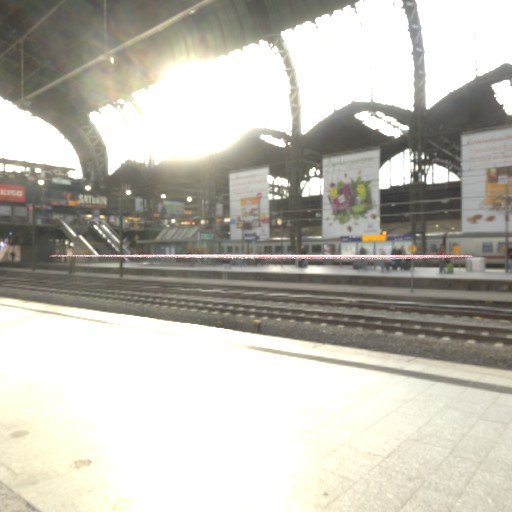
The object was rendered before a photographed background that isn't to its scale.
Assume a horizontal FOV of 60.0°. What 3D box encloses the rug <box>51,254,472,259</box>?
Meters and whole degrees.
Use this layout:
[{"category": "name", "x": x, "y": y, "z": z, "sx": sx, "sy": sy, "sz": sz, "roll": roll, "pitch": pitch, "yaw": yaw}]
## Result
[{"category": "rug", "x": 0.000, "y": 0.000, "z": 2.289, "sx": 1.829, "sy": 0.006, "sz": 1.219, "roll": 0, "pitch": 0, "yaw": 37}]
